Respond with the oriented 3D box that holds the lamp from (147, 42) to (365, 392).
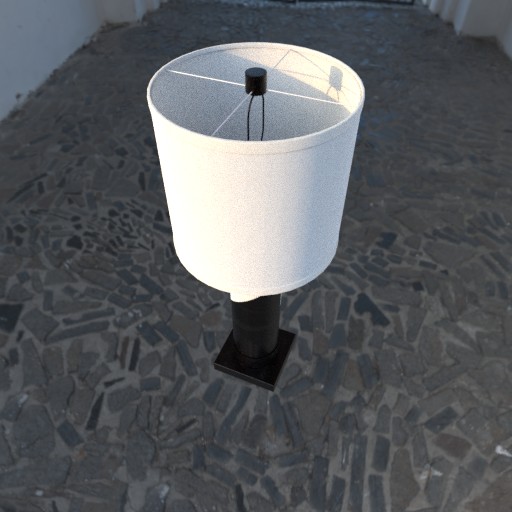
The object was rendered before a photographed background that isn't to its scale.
[{"bbox_3d":[0.000,0.000,0.608,0.211,0.509,0.211,17,49,16],"label":"lamp"}]
